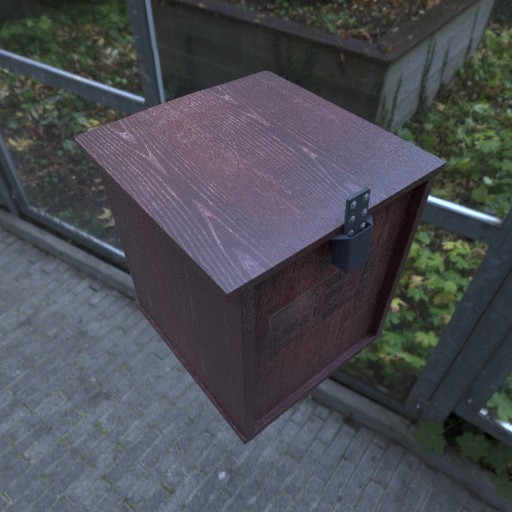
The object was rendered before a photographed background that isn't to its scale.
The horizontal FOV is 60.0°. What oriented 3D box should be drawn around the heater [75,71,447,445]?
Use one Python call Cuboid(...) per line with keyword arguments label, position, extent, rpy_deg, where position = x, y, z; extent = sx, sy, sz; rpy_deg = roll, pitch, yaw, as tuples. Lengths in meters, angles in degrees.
Cuboid(label="heater", position=(0.000, 0.000, 0.752), extent=(0.362, 0.481, 0.400), rpy_deg=(-30, 53, -26))
